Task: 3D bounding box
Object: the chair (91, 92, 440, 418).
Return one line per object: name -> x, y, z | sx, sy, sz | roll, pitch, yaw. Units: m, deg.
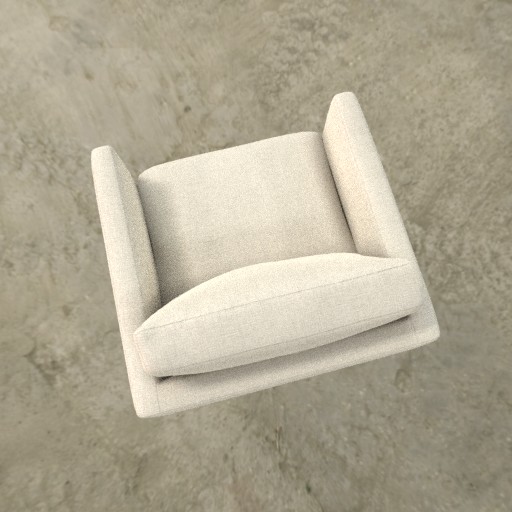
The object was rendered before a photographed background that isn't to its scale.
chair -> 0.000, 0.000, 1.709 | 0.996, 0.919, 0.959 | -14, 76, -4
